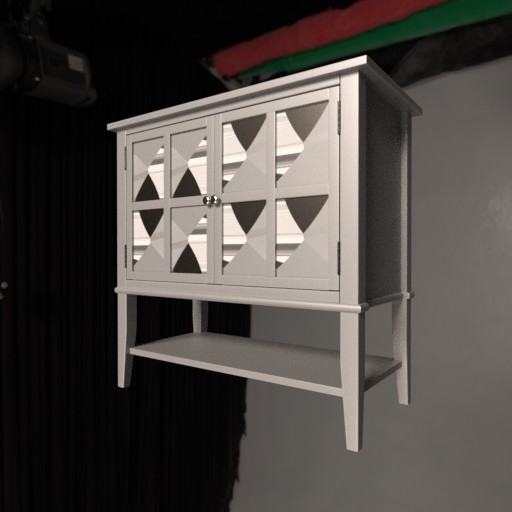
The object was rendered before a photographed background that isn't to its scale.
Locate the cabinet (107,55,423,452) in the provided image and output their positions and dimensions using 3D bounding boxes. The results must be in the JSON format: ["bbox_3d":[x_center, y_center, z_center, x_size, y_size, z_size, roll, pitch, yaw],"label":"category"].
[{"bbox_3d":[0.000,0.000,1.246,0.801,0.780,0.396,0,1,35],"label":"cabinet"}]
